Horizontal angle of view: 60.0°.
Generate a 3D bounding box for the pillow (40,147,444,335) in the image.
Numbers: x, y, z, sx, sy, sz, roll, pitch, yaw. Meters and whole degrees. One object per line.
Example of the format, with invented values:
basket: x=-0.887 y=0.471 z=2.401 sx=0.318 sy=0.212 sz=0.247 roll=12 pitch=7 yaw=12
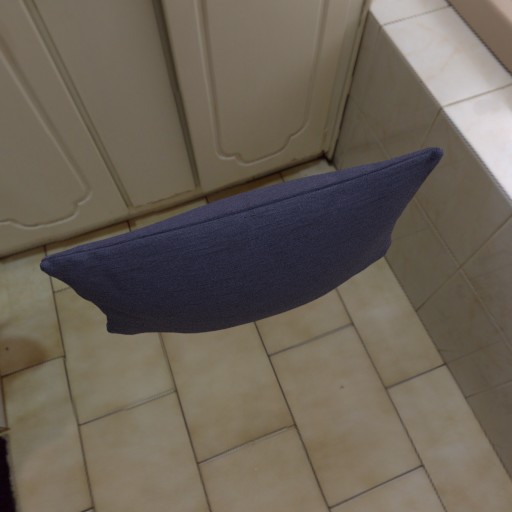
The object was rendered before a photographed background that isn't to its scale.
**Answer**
pillow: x=0.000 y=0.000 z=0.801 sx=0.633 sy=0.338 sz=0.210 roll=-17 pitch=65 yaw=-8
